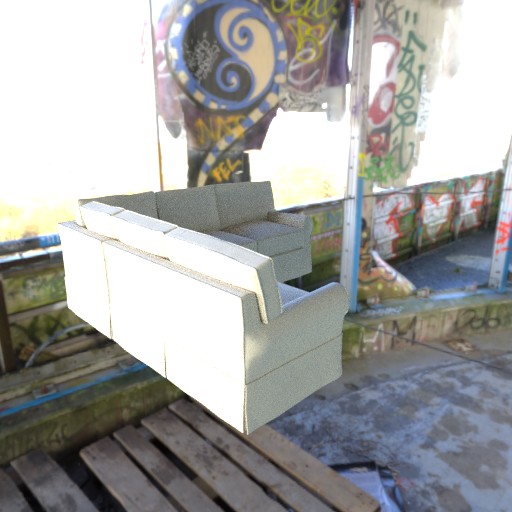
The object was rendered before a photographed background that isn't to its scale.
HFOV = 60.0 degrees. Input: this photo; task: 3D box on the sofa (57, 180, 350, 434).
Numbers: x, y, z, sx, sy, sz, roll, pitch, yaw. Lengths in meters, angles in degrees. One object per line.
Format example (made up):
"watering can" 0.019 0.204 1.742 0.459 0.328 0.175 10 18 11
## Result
"sofa" 0.000 0.000 4.092 2.597 1.070 2.591 -15 22 -42
